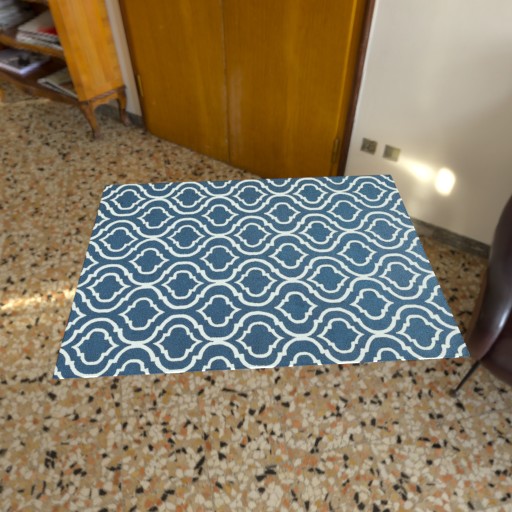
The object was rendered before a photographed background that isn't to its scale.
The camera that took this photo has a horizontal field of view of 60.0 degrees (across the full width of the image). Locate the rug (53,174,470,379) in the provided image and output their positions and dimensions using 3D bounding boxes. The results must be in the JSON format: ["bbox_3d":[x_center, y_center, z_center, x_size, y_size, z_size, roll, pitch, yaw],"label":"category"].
[{"bbox_3d":[0.000,0.000,4.369,3.353,0.010,2.438,-3,47,-2],"label":"rug"}]
